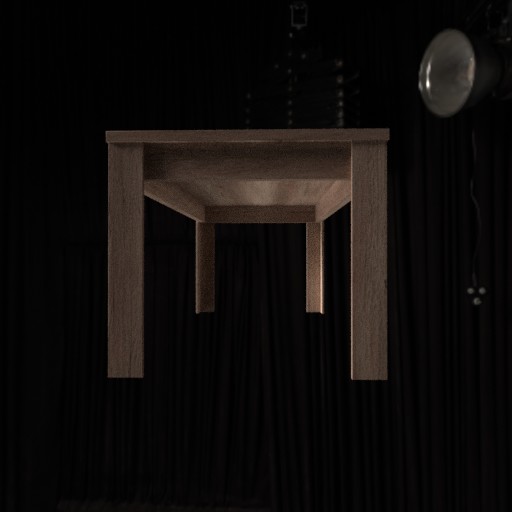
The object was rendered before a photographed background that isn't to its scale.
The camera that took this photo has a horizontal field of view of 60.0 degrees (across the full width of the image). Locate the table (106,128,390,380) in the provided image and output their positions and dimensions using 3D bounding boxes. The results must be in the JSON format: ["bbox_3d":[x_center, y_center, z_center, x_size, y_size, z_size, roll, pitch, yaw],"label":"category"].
[{"bbox_3d":[0.000,0.000,2.302,0.900,0.790,1.800,0,0,2],"label":"table"}]
